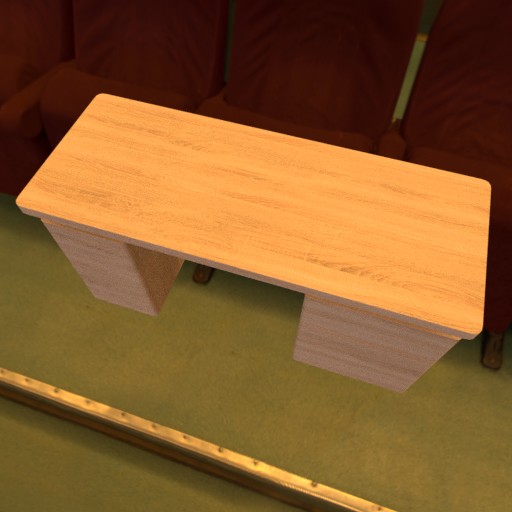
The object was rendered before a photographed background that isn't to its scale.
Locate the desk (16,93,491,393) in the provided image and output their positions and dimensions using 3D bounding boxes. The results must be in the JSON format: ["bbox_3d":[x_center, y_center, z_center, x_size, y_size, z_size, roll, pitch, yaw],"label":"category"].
[{"bbox_3d":[0.000,0.000,1.711,1.400,0.760,0.550,15,60,9],"label":"desk"}]
